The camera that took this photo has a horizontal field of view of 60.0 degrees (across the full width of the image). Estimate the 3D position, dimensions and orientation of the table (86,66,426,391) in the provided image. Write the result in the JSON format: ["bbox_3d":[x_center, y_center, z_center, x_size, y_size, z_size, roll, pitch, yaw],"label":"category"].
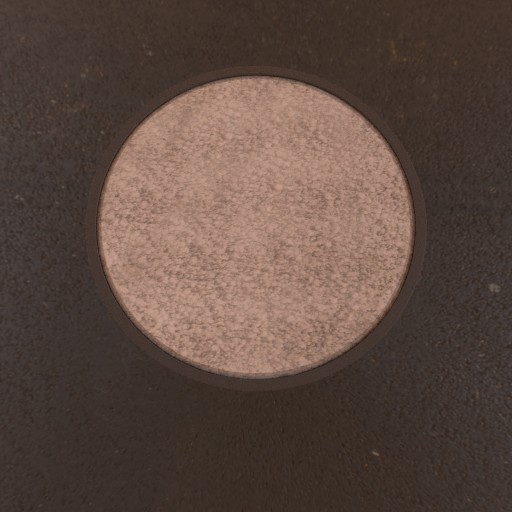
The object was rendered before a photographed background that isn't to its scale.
[{"bbox_3d":[0.000,0.000,0.854,0.470,0.498,0.470,0,76,0],"label":"table"}]
